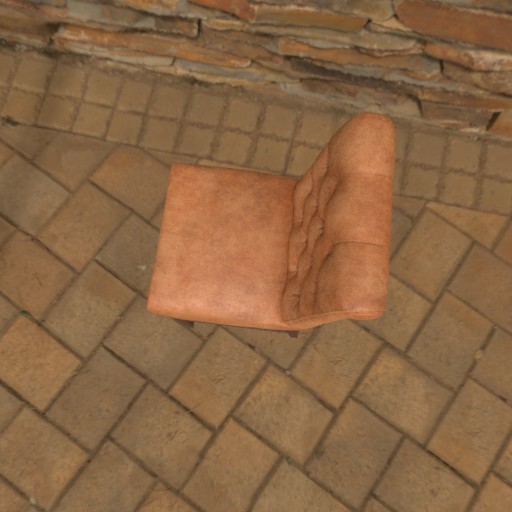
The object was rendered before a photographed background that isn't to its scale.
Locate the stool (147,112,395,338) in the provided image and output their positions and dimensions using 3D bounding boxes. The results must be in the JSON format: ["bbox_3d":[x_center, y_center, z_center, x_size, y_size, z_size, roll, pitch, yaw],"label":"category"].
[{"bbox_3d":[0.000,0.000,1.494,0.601,1.140,0.493,7,77,2],"label":"stool"}]
